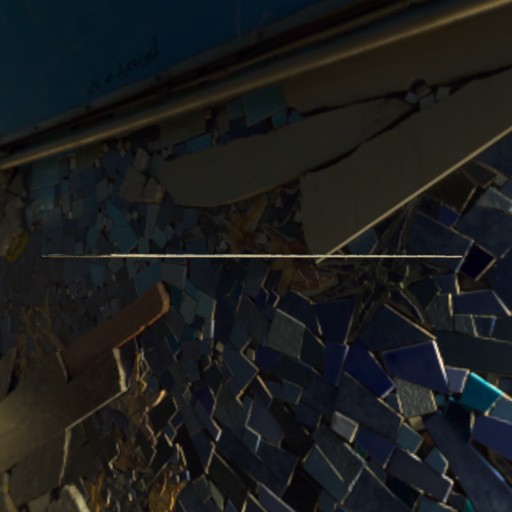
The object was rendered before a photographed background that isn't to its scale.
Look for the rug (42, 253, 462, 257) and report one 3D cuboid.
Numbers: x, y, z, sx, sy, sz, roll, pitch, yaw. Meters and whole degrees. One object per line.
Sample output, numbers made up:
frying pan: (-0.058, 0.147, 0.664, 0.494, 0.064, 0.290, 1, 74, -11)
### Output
rug: (0.000, 0.000, 2.108, 1.698, 0.013, 1.072, 0, 0, -35)
